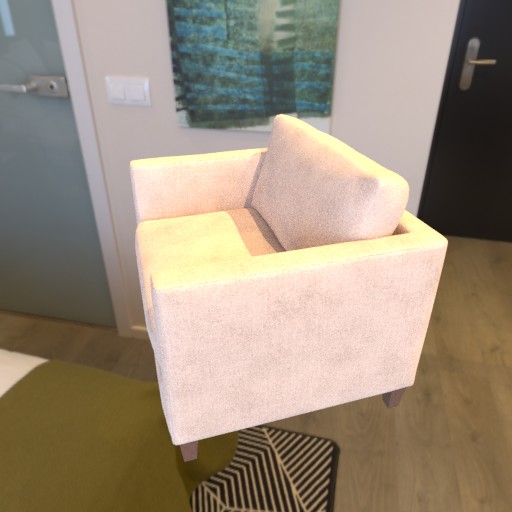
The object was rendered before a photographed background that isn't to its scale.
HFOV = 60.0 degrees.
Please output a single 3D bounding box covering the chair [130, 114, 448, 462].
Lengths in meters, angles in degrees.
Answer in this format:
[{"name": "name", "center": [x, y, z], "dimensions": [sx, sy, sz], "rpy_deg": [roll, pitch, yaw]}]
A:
[{"name": "chair", "center": [0.000, 0.000, 1.854], "dimensions": [0.959, 0.961, 1.133], "rpy_deg": [-9, 31, -15]}]
